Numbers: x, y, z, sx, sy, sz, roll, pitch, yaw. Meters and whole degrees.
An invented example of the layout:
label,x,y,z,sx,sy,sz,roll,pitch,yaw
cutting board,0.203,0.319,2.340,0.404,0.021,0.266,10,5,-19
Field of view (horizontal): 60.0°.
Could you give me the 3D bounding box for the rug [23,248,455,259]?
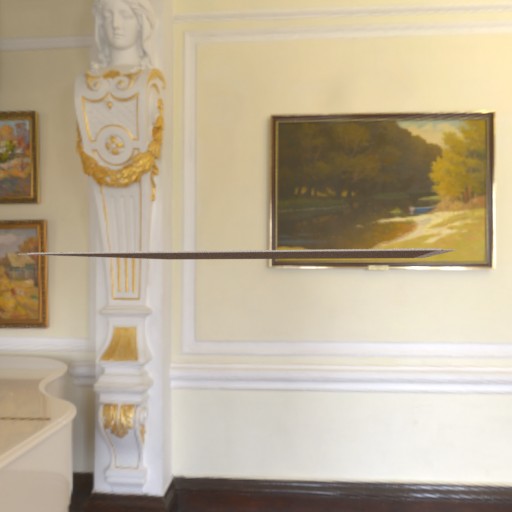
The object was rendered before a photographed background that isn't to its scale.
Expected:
label,x,y,z,sx,sy,sz,roll,pitch,yaw
rug,0.000,0.000,4.056,3.051,0.013,2.380,0,-1,16
